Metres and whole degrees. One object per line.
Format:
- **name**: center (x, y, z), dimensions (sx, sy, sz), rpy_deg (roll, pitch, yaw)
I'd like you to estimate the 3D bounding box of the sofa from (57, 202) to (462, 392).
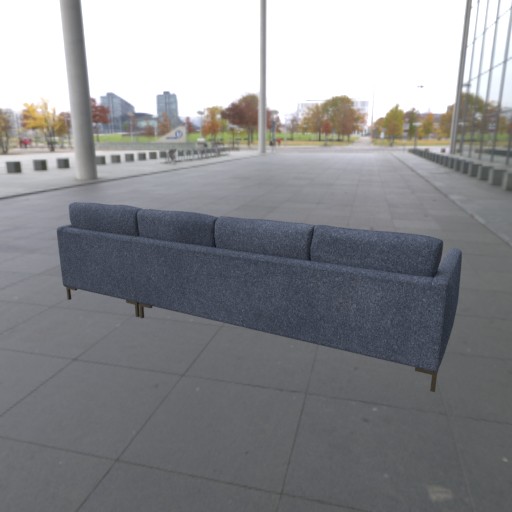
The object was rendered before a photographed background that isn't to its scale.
- **sofa**: center (0.000, 0.000, 3.443), dimensions (2.932, 0.810, 1.350), rpy_deg (8, 17, 28)
